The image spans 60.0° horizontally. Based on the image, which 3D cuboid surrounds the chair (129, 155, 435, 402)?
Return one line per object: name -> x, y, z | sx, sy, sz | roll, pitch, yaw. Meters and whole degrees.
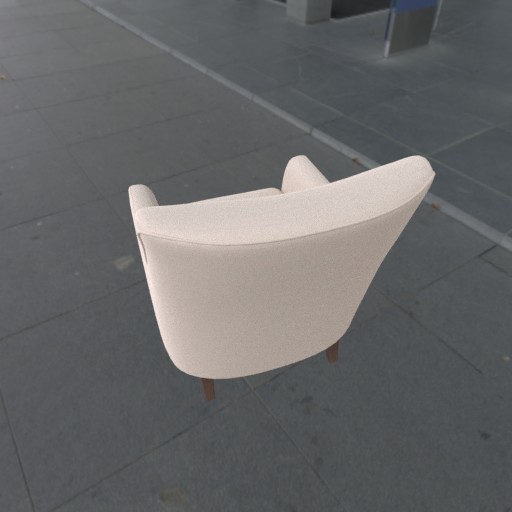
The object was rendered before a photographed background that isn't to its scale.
chair -> 0.000, 0.000, 1.539 | 0.756, 0.916, 0.879 | -13, 43, -15
